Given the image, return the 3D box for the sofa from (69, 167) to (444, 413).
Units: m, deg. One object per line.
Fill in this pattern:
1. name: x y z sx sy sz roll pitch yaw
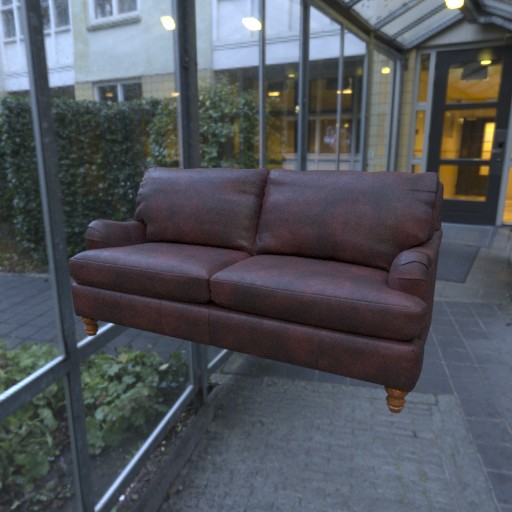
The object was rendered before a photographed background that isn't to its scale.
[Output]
1. sofa: 0.000 0.000 2.793 2.144 1.071 1.147 7 15 26
